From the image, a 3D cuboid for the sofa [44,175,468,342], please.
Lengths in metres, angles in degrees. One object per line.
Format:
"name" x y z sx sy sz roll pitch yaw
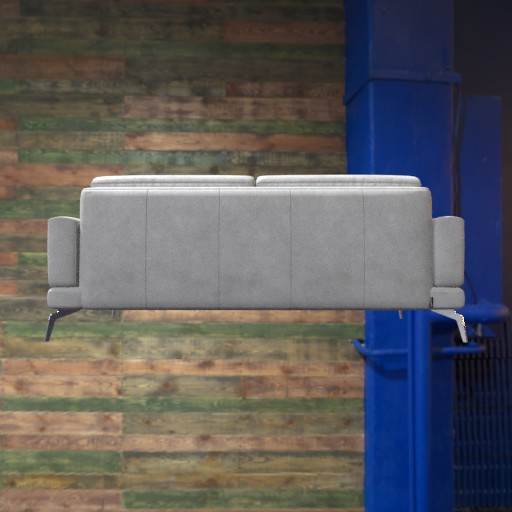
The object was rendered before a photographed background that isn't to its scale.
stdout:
"sofa" 0.000 0.000 2.555 2.013 0.830 0.980 0 -1 0
